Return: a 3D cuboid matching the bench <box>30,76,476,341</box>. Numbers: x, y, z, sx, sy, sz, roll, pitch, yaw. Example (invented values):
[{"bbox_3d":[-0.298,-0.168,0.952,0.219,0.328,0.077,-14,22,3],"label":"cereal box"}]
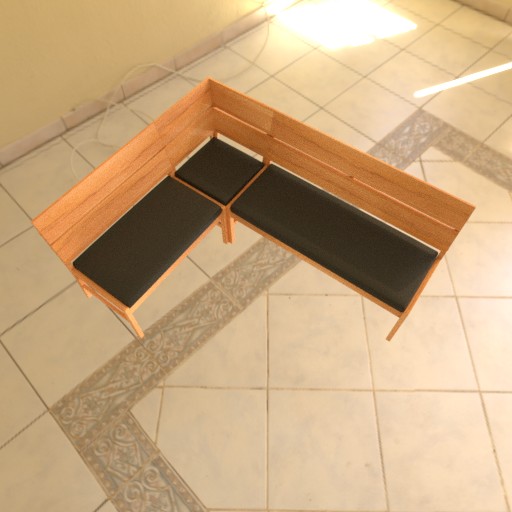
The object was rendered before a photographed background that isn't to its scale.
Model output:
[{"bbox_3d":[0.000,0.000,2.840,1.948,0.890,1.548,32,63,18],"label":"bench"}]
